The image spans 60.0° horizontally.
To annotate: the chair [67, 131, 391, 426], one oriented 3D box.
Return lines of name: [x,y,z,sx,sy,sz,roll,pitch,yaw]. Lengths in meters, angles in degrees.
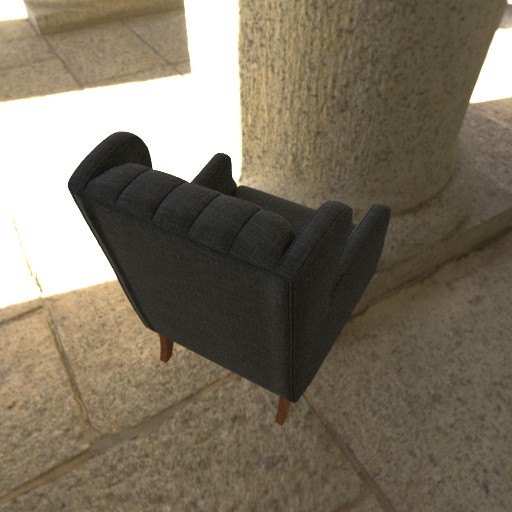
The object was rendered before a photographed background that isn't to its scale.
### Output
chair: [0.000,0.000,1.497,0.711,0.953,0.775,22,50,20]
